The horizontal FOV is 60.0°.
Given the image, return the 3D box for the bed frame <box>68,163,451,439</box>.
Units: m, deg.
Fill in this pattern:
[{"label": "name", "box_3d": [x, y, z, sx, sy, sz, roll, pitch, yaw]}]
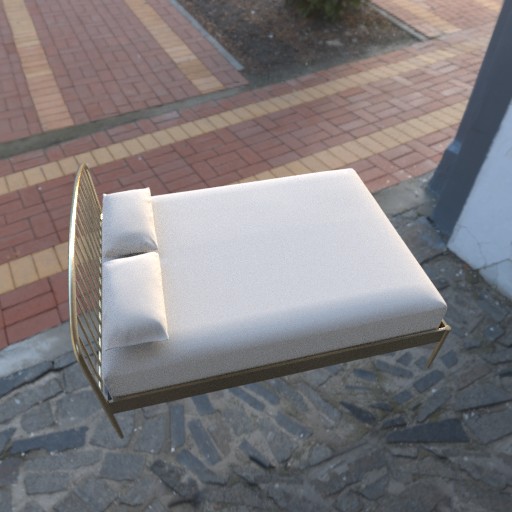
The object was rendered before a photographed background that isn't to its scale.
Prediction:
[{"label": "bed frame", "box_3d": [0.000, 0.000, 3.075, 2.152, 1.175, 1.612, -10, 46, -10]}]
